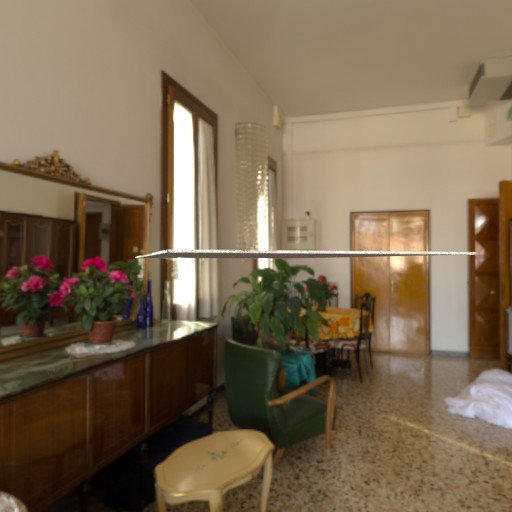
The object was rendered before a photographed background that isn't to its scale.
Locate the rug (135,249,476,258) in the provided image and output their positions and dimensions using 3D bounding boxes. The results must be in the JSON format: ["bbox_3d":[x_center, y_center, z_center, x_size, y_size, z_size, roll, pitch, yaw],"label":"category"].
[{"bbox_3d":[0.000,0.000,4.903,2.393,0.019,3.824,0,-1,-18],"label":"rug"}]
